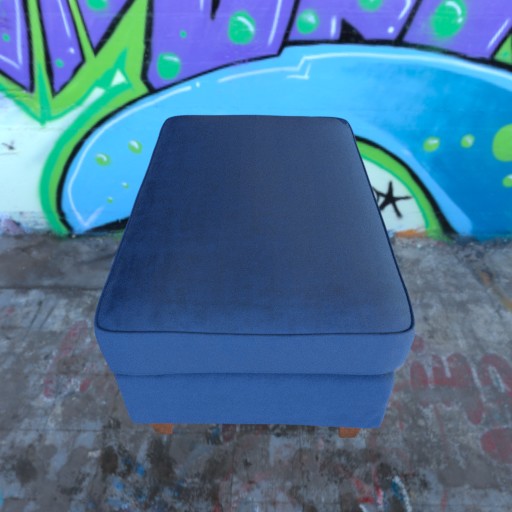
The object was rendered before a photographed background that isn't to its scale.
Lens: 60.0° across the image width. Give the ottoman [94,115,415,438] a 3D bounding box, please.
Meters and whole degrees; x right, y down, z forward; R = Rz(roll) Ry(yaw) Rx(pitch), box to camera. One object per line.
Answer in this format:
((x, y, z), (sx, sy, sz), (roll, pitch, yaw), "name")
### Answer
((0.000, 0.000, 1.203), (0.583, 0.484, 0.862), (0, 42, 0), "ottoman")
